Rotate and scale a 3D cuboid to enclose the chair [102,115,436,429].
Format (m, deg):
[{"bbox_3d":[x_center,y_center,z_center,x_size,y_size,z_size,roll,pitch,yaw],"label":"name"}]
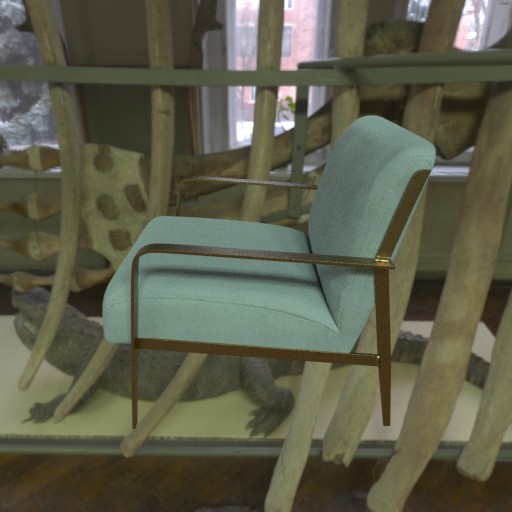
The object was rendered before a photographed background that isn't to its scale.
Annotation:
[{"bbox_3d":[0.000,0.000,1.439,0.842,0.824,0.701,0,24,0],"label":"chair"}]
